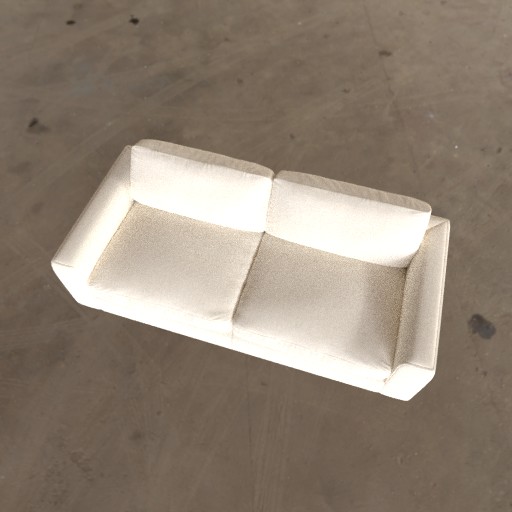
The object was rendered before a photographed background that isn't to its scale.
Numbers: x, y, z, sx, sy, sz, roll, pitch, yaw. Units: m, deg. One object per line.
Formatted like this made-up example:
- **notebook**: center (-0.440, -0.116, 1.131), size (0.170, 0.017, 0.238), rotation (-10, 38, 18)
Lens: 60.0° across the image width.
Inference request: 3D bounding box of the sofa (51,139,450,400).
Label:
- **sofa**: center (0.000, 0.000, 2.811), size (2.262, 0.801, 1.070), rotation (15, 59, 9)
